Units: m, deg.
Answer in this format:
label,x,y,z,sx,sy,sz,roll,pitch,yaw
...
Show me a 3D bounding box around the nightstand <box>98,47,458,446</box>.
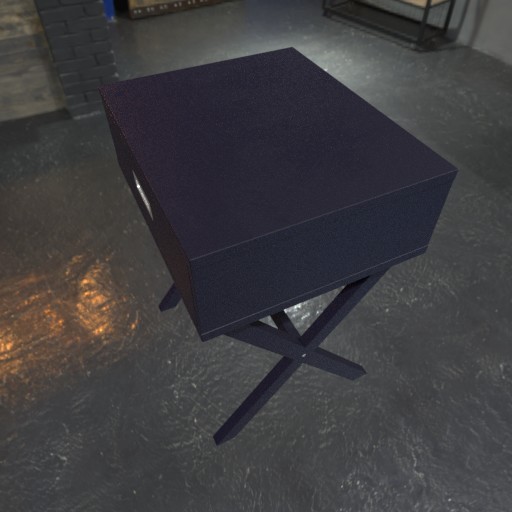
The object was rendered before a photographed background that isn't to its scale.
label,x,y,z,sx,sy,sz,roll,pitch,yaw
nightstand,0.000,0.000,0.936,0.402,0.623,0.479,-19,50,-18
